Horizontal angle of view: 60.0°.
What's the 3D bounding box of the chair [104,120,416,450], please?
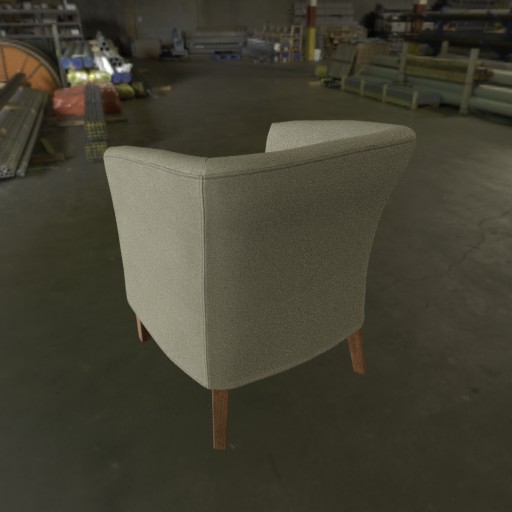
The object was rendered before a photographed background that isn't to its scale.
[{"bbox_3d":[0.000,0.000,1.243,0.600,0.771,0.668,-18,33,-29],"label":"chair"}]
